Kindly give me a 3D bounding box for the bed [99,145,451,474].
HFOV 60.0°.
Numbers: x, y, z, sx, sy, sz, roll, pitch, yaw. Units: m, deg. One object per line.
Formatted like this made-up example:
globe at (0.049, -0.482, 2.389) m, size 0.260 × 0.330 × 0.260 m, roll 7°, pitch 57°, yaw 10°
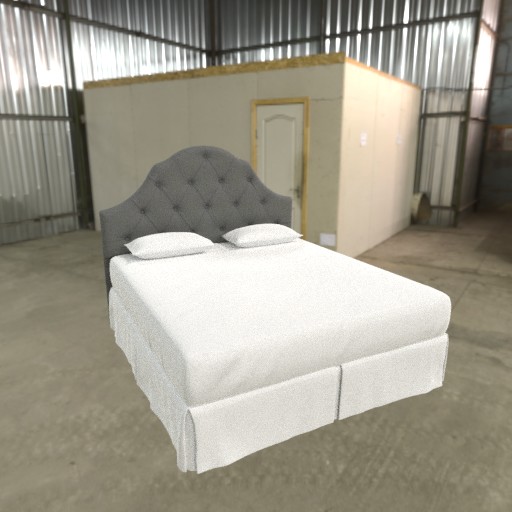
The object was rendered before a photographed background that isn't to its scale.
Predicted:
bed at (0.000, 0.000, 3.443) m, size 2.008 × 1.615 × 2.214 m, roll -8°, pitch 17°, yaw -26°
